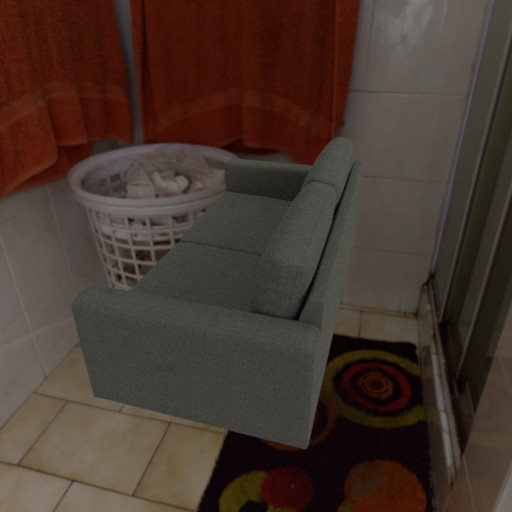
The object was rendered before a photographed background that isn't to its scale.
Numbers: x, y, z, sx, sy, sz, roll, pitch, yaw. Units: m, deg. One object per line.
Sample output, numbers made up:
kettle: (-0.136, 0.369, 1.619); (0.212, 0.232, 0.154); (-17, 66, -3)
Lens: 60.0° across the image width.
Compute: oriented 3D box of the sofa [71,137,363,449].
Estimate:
sofa: (0.000, 0.000, 2.275); (0.889, 0.897, 1.730); (8, 31, 14)
